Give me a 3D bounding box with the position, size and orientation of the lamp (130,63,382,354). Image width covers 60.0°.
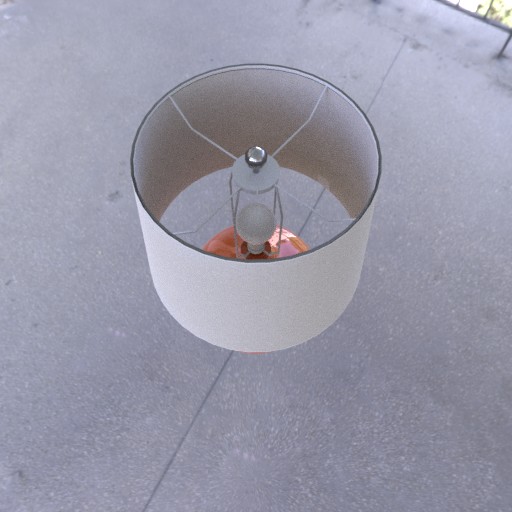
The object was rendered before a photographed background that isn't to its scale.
[{"bbox_3d":[0.000,0.000,0.536,0.247,0.387,0.247,0,63,0],"label":"lamp"}]
